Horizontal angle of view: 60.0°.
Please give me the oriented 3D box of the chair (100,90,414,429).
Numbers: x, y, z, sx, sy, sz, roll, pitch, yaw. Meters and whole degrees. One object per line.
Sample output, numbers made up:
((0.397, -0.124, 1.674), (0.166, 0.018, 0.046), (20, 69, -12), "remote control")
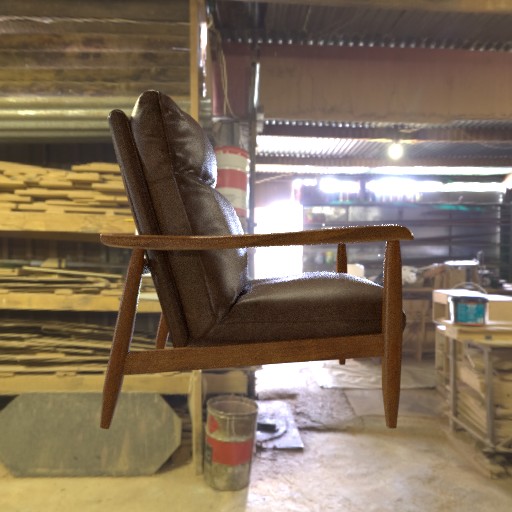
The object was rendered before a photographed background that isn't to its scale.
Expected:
((0.000, 0.000, 1.485), (0.830, 0.897, 0.782), (0, 1, -1), "chair")
